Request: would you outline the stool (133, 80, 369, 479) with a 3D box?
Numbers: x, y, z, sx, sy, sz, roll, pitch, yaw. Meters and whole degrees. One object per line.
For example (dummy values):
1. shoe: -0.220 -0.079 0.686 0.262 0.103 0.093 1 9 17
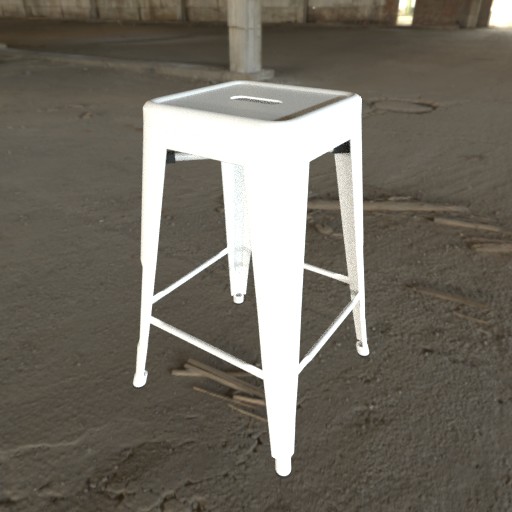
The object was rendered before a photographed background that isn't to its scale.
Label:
1. stool: 0.000 0.000 0.886 0.406 0.610 0.406 19 35 29
